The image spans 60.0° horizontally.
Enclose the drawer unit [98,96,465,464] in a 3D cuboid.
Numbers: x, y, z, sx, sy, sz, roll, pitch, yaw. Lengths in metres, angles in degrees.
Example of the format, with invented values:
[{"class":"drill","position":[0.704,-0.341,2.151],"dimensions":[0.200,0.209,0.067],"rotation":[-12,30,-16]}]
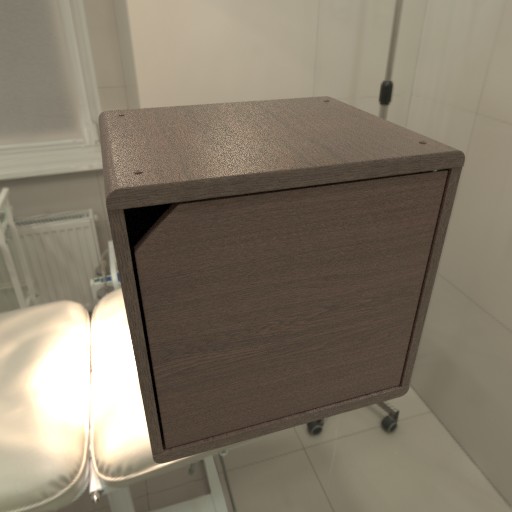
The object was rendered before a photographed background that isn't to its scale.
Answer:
[{"class":"drawer unit","position":[0.000,0.000,0.595],"dimensions":[0.344,0.344,0.290],"rotation":[-9,32,-16]}]
